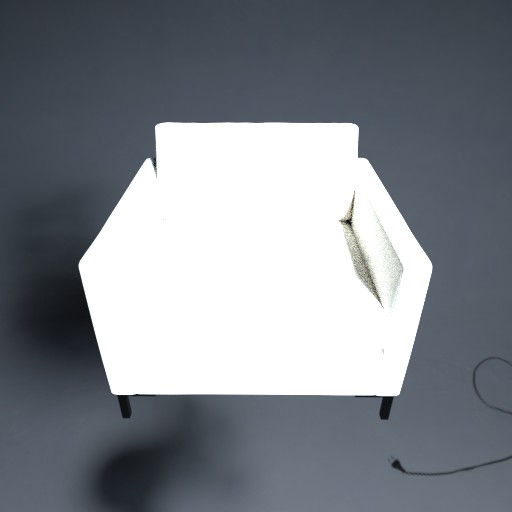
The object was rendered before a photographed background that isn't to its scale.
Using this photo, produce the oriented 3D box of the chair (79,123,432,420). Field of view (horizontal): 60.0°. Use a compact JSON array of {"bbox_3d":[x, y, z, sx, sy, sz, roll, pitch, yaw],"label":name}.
[{"bbox_3d":[0.000,0.000,1.617,0.964,0.806,0.875,0,32,0],"label":"chair"}]
